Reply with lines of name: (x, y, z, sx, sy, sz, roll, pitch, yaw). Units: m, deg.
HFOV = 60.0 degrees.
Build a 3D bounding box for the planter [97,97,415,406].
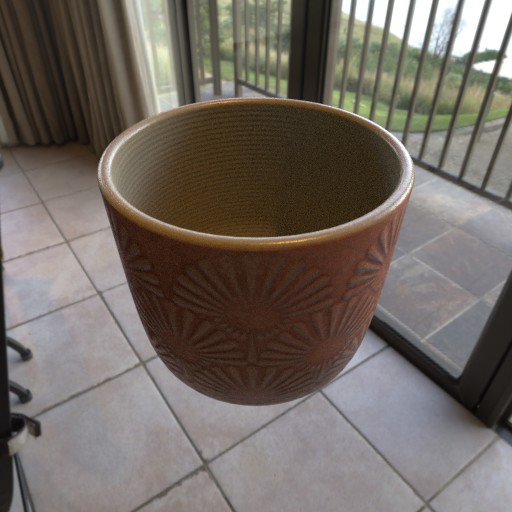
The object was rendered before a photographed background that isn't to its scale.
planter: (0.000, 0.000, 0.212, 0.124, 0.109, 0.124, 0, 39, 0)
